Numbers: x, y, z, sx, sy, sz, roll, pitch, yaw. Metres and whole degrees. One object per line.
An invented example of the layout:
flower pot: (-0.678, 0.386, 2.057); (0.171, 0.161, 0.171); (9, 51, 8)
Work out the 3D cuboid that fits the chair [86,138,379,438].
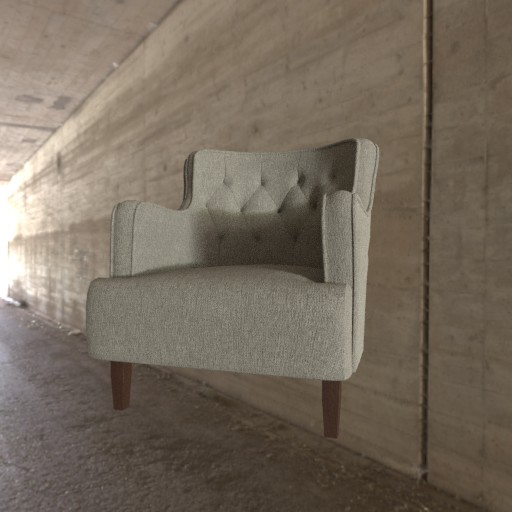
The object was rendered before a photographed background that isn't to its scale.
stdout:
chair: (0.000, 0.000, 1.584); (0.820, 0.920, 0.910); (0, 1, 18)
